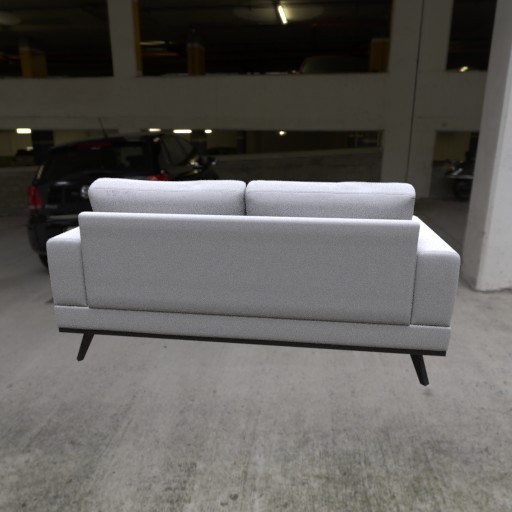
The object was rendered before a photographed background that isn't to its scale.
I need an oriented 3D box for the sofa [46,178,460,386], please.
[{"bbox_3d":[0.000,0.000,2.202,1.650,0.810,0.920,2,16,7],"label":"sofa"}]
